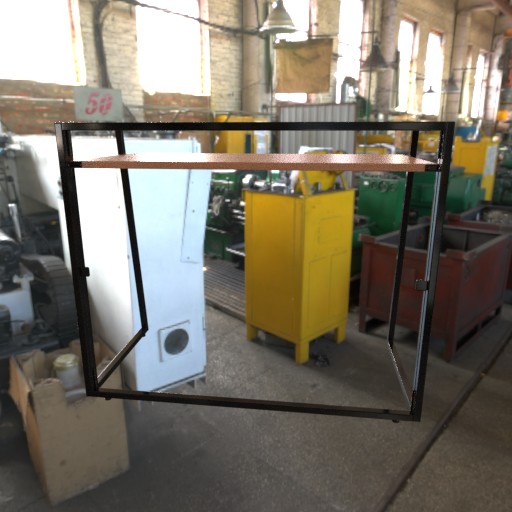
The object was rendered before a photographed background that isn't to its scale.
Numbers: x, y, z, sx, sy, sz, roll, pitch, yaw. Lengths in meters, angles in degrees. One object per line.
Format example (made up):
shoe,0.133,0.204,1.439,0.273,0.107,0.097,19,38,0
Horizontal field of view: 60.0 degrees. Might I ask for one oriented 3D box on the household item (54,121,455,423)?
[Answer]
household item,0.000,0.000,1.503,1.050,0.860,0.510,2,16,7
